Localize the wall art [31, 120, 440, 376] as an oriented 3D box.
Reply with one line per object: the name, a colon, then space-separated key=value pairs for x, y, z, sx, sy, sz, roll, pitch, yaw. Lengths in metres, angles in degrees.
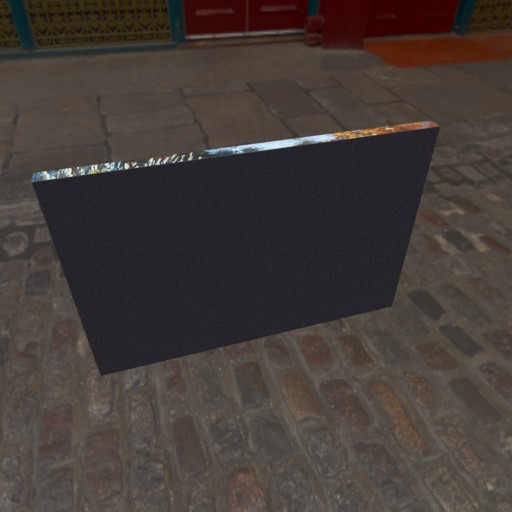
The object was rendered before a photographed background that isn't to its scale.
wall art: x=0.000 y=0.000 z=1.152 sx=0.908 sy=0.604 sz=0.037 roll=-11 pitch=40 yaw=-13
